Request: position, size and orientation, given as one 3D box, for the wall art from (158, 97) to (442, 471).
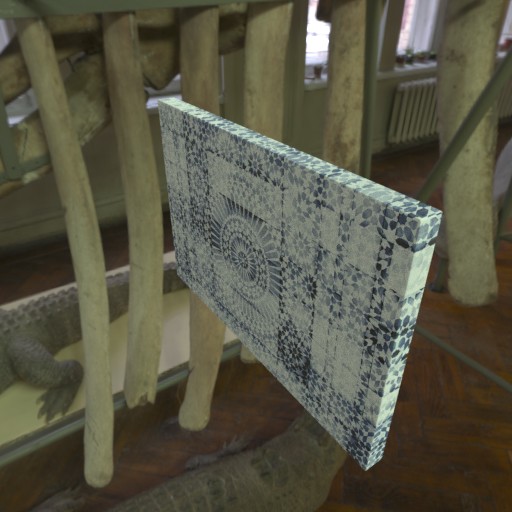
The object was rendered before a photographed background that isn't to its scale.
[{"bbox_3d":[0.000,0.000,1.124,0.057,0.608,0.911,-20,37,-29],"label":"wall art"}]
